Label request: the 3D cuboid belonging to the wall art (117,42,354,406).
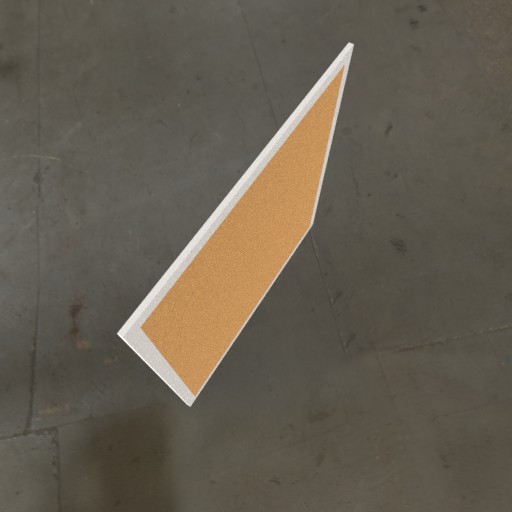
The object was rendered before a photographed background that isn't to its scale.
[{"bbox_3d":[0.000,0.000,0.844,0.009,0.559,0.558,30,67,14],"label":"wall art"}]
